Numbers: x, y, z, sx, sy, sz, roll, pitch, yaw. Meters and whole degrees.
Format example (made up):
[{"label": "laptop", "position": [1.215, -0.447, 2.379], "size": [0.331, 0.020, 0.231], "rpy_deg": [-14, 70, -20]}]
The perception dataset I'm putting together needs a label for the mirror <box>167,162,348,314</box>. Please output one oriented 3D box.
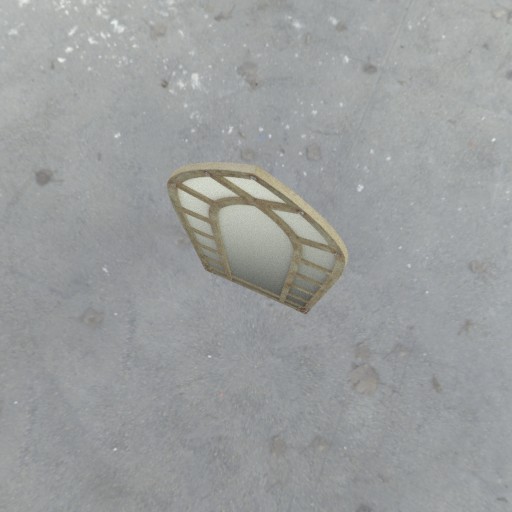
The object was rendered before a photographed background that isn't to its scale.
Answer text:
[{"label": "mirror", "position": [0.000, 0.000, 1.296], "size": [0.464, 1.175, 0.025], "rpy_deg": [23, 77, 6]}]
